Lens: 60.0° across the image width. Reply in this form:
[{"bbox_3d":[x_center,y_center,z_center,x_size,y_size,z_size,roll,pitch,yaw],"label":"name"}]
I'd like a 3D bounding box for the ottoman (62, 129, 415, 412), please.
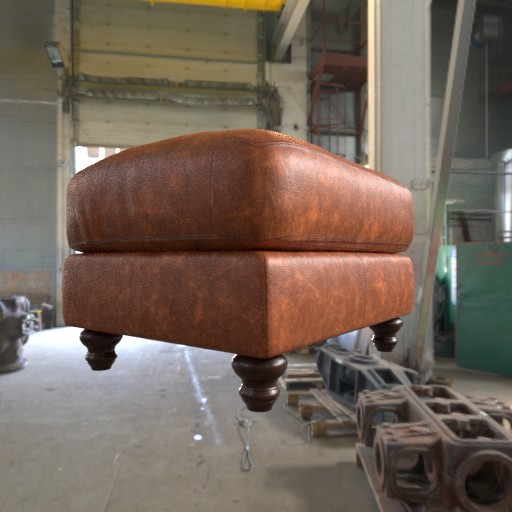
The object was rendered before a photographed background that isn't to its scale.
[{"bbox_3d":[0.000,0.000,1.216,0.657,0.562,0.832,0,0,36],"label":"ottoman"}]
